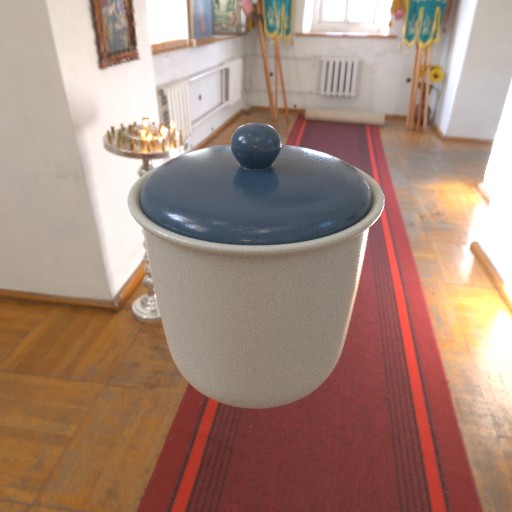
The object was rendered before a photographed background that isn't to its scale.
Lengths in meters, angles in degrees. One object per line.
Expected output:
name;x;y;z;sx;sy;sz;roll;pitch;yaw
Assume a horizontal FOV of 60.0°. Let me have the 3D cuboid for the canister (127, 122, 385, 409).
canister;0.000;0.000;0.353;0.182;0.208;0.182;0;31;0
